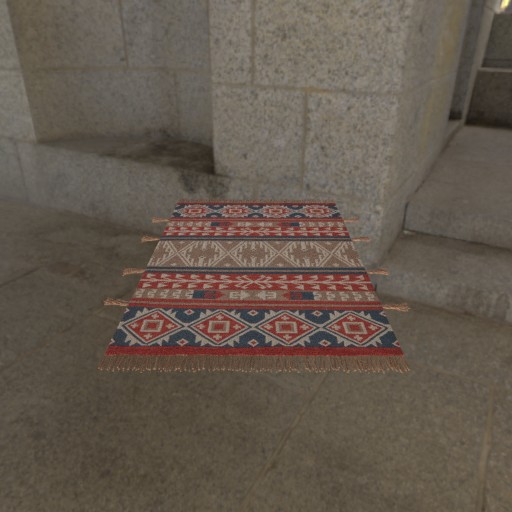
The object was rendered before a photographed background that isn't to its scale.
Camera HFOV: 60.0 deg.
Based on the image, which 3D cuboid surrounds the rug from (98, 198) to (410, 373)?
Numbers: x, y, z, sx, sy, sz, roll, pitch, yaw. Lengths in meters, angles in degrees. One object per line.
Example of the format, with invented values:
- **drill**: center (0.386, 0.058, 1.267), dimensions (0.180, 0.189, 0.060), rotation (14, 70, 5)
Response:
- **rug**: center (0.000, 0.000, 3.169), dimensions (1.778, 0.048, 2.450), rotation (0, 27, 0)
